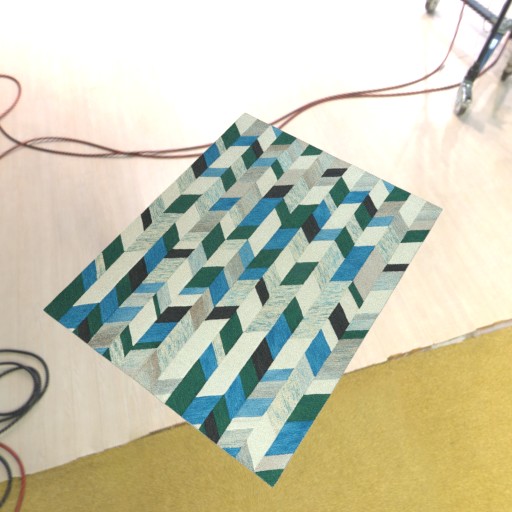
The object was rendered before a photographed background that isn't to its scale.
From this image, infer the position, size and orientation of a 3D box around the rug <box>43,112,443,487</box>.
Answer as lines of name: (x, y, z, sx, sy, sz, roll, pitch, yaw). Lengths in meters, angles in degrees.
rug: (0.000, 0.000, 4.146, 2.440, 0.008, 3.036, 31, 64, 17)
